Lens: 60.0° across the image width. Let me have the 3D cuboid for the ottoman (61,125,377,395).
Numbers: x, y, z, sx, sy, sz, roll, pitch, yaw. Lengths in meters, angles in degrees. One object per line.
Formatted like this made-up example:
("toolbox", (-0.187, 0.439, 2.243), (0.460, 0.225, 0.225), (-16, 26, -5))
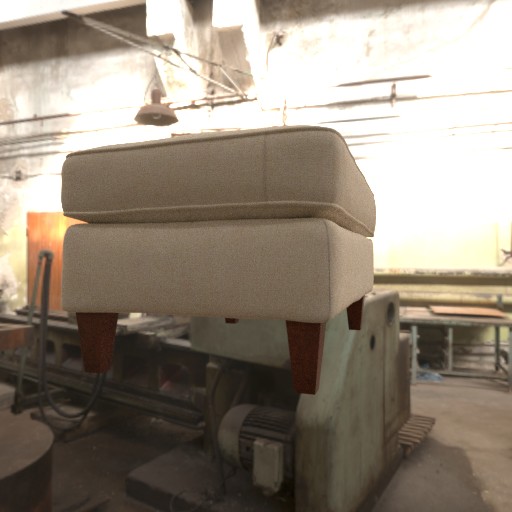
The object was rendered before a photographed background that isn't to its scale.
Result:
("ottoman", (0.000, 0.000, 1.202), (0.583, 0.484, 0.862), (0, 0, 19))
